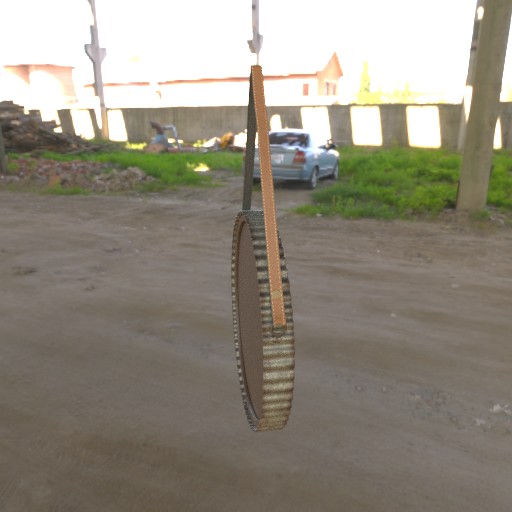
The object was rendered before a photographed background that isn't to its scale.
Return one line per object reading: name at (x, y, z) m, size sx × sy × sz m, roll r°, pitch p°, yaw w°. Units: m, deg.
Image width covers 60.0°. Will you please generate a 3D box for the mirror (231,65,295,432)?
mirror at (0.000, 0.000, 0.711) m, size 0.042 × 0.568 × 0.355 m, roll -3°, pitch 16°, yaw -10°
